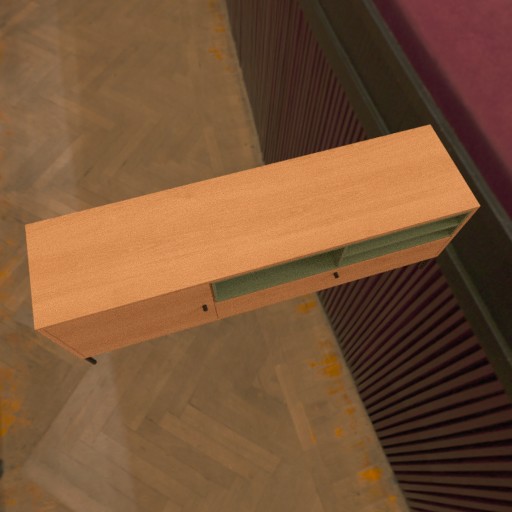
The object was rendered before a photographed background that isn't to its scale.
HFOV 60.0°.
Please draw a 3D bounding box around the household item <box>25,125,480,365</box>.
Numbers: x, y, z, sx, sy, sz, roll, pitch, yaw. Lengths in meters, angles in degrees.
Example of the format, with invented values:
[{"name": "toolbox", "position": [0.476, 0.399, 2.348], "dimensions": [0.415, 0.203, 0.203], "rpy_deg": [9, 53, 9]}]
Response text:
[{"name": "household item", "position": [0.000, 0.000, 1.777], "dimensions": [1.550, 0.600, 0.400], "rpy_deg": [-15, 65, -7]}]
